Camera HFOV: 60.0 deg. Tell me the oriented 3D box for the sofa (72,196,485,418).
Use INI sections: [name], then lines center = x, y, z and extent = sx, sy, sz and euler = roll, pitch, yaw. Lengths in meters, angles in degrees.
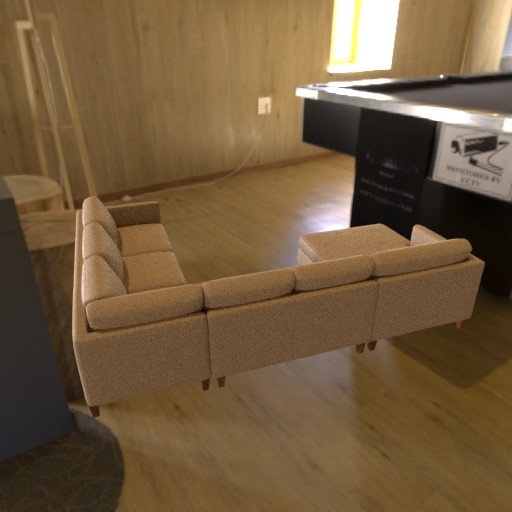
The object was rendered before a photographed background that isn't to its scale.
[sofa]
center = 0.000, 0.000, 4.513
extent = 3.403, 0.889, 2.551
euler = -9, 29, -17
